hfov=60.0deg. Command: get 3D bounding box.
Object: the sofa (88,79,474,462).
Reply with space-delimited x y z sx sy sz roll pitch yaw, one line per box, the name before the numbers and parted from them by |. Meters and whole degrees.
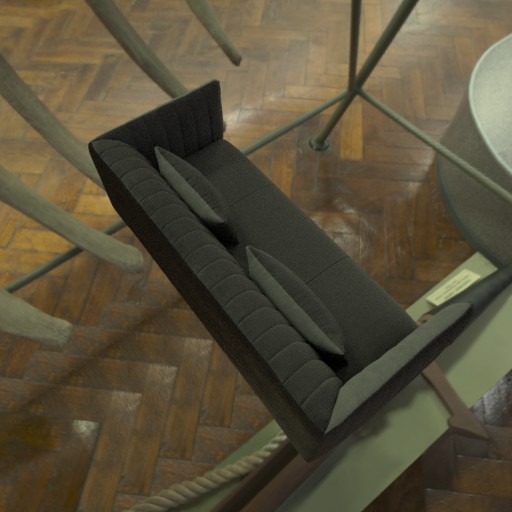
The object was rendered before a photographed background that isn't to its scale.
sofa | 0.000 0.000 2.430 0.876 0.780 1.980 -33 64 -19
